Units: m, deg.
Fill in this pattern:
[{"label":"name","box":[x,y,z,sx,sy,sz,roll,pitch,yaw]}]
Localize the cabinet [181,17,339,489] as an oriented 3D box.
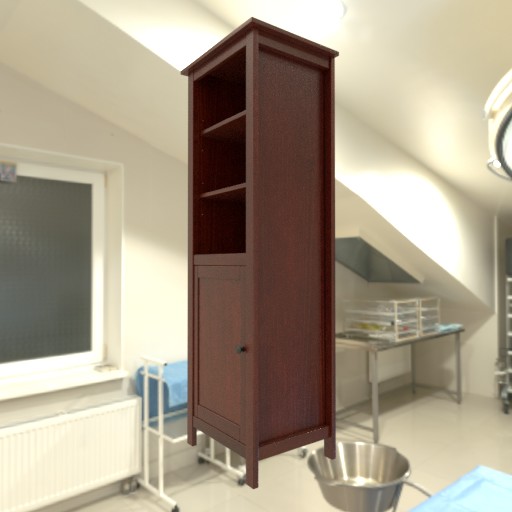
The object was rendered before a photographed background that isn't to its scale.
[{"label":"cabinet","box":[0.000,0.000,1.721,0.401,1.518,0.500,1,-1,-36]}]
